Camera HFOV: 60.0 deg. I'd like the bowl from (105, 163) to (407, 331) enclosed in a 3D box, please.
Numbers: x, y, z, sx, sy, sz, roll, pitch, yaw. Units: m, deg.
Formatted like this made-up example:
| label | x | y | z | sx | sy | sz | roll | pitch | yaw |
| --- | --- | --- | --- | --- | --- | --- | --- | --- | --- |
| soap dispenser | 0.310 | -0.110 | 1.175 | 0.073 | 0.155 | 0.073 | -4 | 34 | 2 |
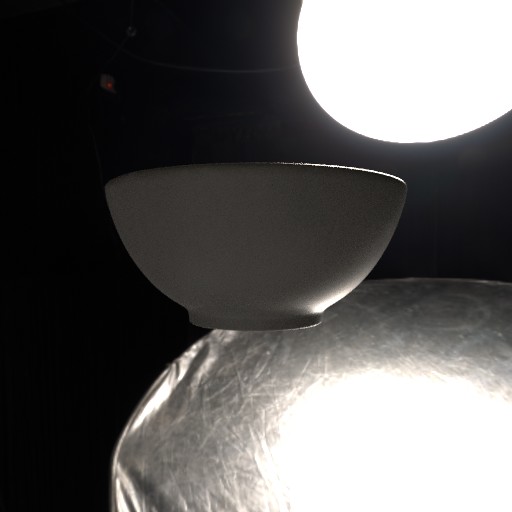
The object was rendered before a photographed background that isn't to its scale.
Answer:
| label | x | y | z | sx | sy | sz | roll | pitch | yaw |
| --- | --- | --- | --- | --- | --- | --- | --- | --- | --- |
| bowl | 0.000 | 0.000 | 0.415 | 0.268 | 0.121 | 0.268 | 0 | 0 | 0 |
